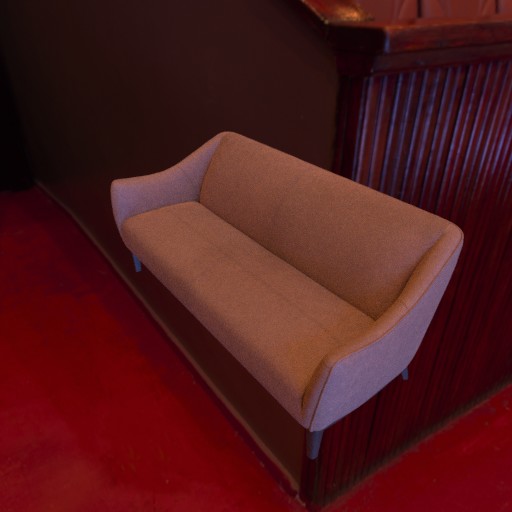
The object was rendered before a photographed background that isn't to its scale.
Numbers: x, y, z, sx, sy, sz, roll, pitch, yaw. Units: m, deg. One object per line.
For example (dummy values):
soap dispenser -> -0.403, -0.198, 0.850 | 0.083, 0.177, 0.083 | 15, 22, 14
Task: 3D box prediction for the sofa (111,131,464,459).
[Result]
sofa -> 0.000, 0.000, 2.383 | 0.869, 0.830, 1.928 | -22, 38, -31
